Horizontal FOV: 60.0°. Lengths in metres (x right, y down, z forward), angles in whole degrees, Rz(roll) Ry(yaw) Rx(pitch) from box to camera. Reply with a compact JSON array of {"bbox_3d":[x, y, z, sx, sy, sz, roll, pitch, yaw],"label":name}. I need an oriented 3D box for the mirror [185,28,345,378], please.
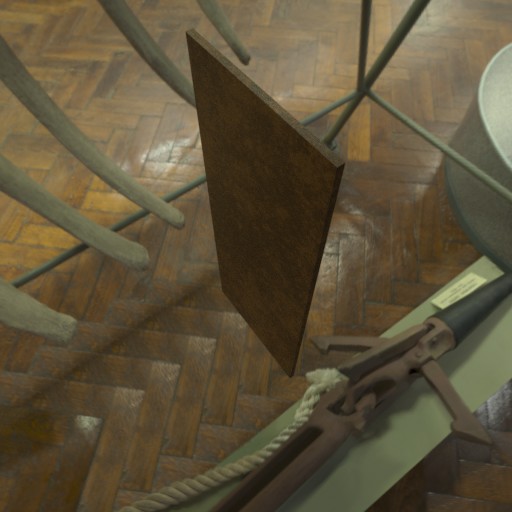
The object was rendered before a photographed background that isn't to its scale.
[{"bbox_3d":[0.000,0.000,2.284,0.032,2.031,0.812,-32,63,-18],"label":"mirror"}]
